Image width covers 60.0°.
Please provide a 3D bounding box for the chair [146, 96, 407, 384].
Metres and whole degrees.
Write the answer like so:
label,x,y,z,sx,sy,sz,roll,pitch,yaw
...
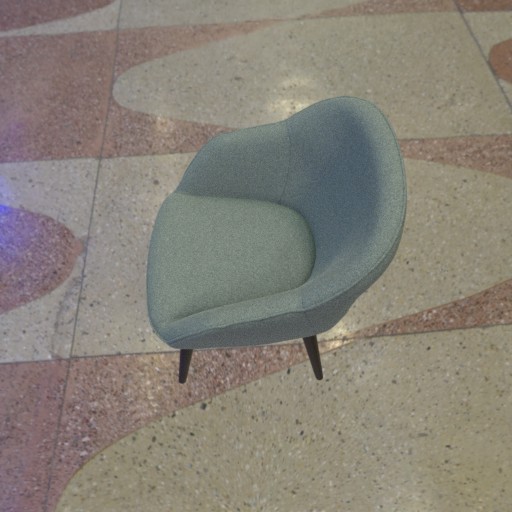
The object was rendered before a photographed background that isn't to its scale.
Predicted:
label,x,y,z,sx,sy,sz,roll,pitch,yaw
chair,0.000,0.000,1.253,0.611,0.810,0.589,-1,59,-1
